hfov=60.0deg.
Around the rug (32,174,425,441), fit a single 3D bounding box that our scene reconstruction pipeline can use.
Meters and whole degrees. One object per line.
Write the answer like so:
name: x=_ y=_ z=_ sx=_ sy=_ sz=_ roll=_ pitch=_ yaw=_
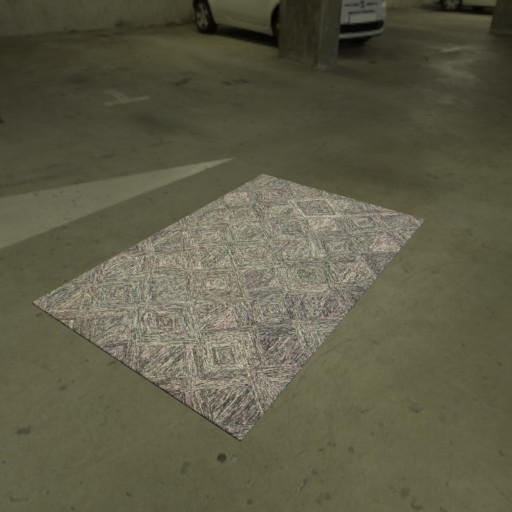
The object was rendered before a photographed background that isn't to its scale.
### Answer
rug: x=0.000 y=0.000 z=2.944 sx=1.501 sy=0.017 sz=2.298 roll=22 pitch=39 yaw=29
